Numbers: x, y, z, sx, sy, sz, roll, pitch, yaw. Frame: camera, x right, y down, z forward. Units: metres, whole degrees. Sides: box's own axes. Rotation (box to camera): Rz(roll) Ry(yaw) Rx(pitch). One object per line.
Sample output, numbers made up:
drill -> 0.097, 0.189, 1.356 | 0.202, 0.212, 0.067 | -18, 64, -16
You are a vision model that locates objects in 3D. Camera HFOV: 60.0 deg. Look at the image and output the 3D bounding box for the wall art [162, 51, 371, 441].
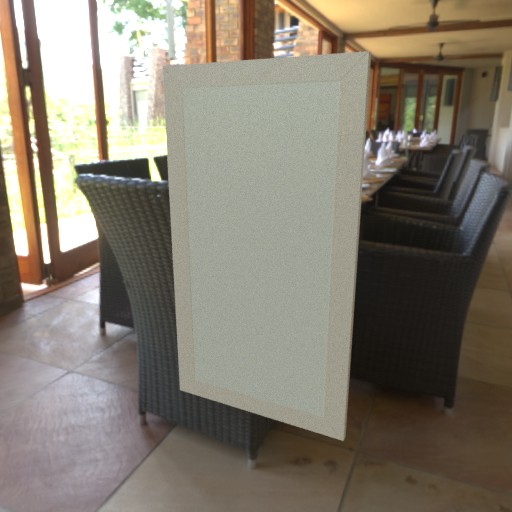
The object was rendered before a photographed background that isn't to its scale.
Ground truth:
wall art -> 0.000, 0.000, 0.837 | 0.380, 0.683, 0.013 | 8, 18, 25
